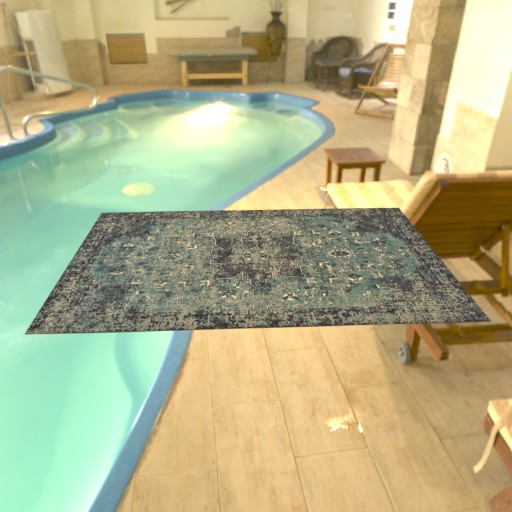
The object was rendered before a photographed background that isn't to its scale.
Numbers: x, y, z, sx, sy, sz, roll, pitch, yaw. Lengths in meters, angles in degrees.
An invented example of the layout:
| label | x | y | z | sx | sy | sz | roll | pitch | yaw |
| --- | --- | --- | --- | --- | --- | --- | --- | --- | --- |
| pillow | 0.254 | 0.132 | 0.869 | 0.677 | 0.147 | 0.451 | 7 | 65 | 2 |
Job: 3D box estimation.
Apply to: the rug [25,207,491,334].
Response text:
| label | x | y | z | sx | sy | sz | roll | pitch | yaw |
| --- | --- | --- | --- | --- | --- | --- | --- | --- | --- |
| rug | 0.000 | 0.000 | 2.973 | 2.440 | 0.007 | 1.525 | -1 | 30 | -2 |
